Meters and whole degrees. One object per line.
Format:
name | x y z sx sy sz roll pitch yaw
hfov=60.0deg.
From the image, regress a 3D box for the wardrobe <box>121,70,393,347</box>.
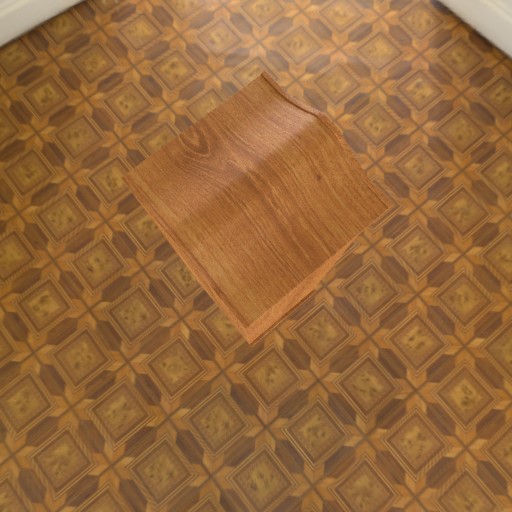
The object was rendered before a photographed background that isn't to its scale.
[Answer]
wardrobe | 0.000 0.000 2.155 0.570 1.870 0.590 -39 80 -8
